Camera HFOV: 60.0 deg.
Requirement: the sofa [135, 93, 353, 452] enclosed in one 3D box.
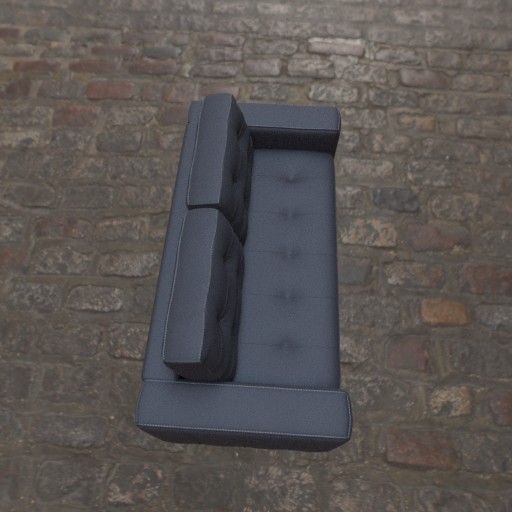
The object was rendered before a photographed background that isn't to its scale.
[{"bbox_3d":[0.000,0.000,2.197,0.833,0.893,1.726,3,62,2],"label":"sofa"}]
